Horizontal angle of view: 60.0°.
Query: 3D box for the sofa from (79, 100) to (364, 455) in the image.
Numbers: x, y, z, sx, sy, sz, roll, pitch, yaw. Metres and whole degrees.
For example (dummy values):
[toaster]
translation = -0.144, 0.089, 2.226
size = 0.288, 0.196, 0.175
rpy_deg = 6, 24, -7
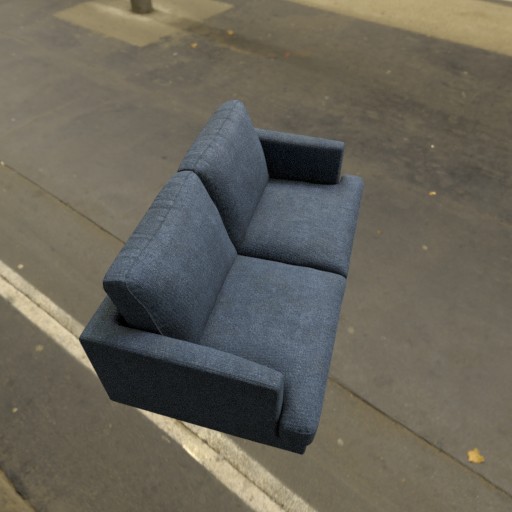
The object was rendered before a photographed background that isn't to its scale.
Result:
[sofa]
translation = 0.000, 0.000, 2.176
size = 0.903, 0.944, 1.582
rpy_deg = 12, 48, 11
